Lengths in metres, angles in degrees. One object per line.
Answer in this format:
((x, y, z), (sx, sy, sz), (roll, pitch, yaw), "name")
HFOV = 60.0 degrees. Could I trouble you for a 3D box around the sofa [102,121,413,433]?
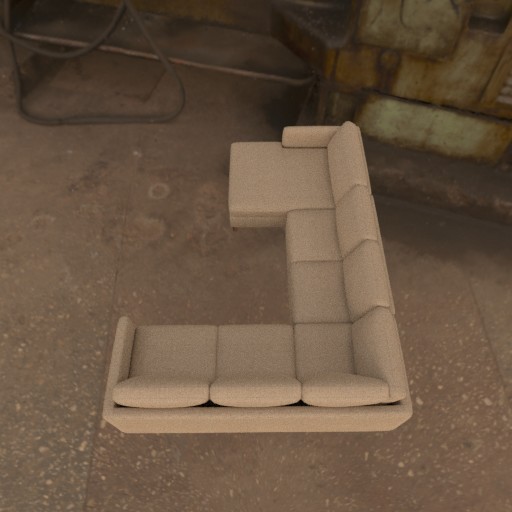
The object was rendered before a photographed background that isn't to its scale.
((0.000, 0.000, 4.655), (2.551, 0.889, 3.403), (0, 58, 0), "sofa")
